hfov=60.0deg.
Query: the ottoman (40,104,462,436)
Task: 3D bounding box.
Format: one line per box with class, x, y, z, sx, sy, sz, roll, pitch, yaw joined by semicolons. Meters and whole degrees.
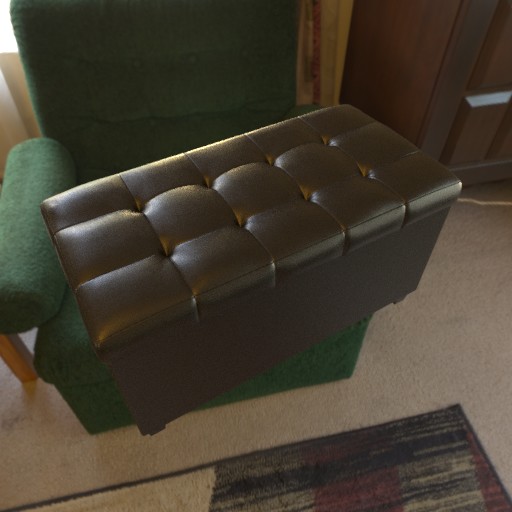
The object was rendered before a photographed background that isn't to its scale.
ottoman;0.000;0.000;1.108;0.838;0.470;0.432;-23;51;-20
